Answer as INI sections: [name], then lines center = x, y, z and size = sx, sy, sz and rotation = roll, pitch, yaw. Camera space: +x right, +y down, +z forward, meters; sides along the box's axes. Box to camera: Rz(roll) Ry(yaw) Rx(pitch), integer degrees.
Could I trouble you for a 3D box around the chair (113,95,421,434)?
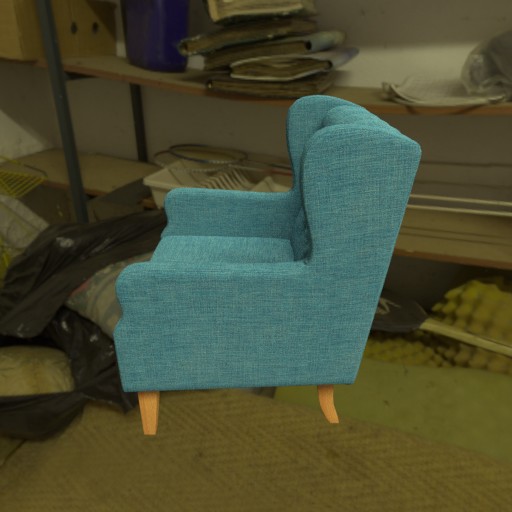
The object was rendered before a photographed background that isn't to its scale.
[chair]
center = 0.000, 0.000, 1.482
size = 0.775, 0.952, 0.711
rotation = 0, 26, 0
